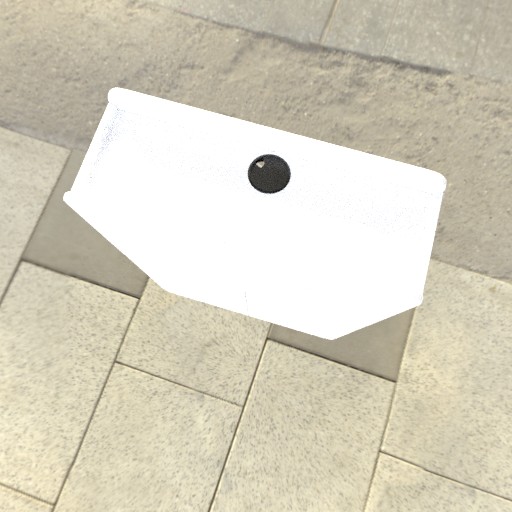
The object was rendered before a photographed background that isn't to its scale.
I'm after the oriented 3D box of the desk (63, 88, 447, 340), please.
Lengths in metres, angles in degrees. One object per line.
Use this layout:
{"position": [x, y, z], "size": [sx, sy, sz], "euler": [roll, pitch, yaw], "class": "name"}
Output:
{"position": [0.000, 0.000, 1.507], "size": [0.795, 1.190, 0.278], "euler": [16, 76, 4], "class": "desk"}
